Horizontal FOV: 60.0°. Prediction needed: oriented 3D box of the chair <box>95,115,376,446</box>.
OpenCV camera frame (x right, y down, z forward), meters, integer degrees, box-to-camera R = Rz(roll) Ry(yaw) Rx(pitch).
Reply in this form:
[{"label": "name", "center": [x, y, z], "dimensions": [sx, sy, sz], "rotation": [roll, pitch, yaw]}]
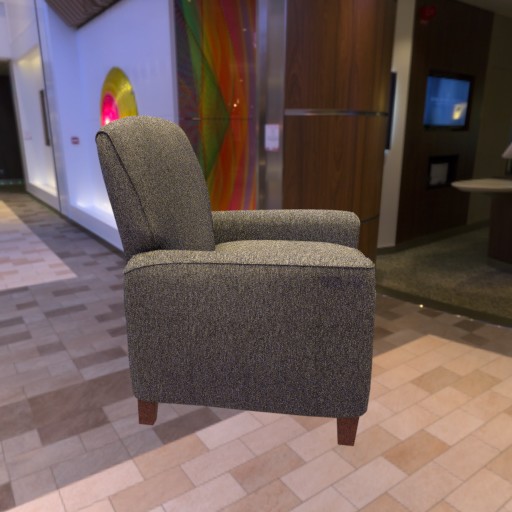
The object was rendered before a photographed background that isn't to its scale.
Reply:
[{"label": "chair", "center": [0.000, 0.000, 1.673], "dimensions": [0.864, 1.014, 0.848], "rotation": [2, 16, 8]}]
